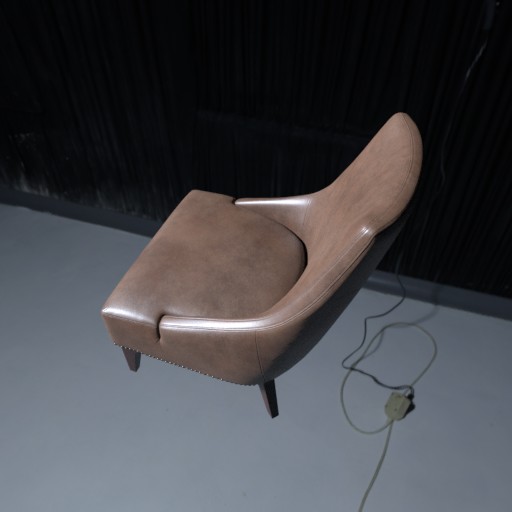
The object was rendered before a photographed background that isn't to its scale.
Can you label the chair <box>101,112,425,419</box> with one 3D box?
[{"bbox_3d":[0.000,0.000,1.483,0.861,0.909,0.701,15,48,14],"label":"chair"}]
